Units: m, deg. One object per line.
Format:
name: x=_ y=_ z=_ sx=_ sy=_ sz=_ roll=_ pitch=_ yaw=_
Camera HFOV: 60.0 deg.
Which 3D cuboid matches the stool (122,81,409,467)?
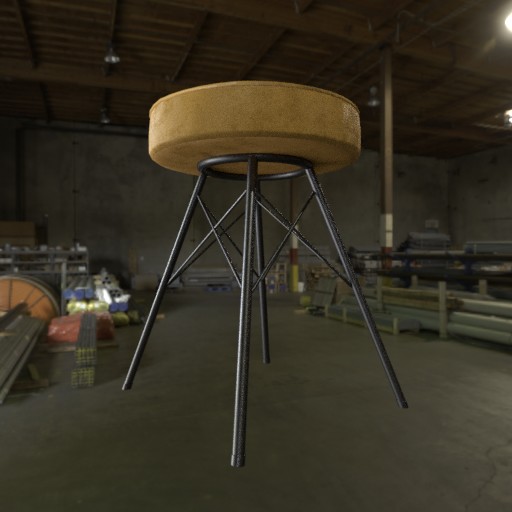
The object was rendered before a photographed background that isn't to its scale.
stool: x=0.000 y=0.000 z=0.928 sx=0.438 sy=0.595 sz=0.472 roll=0 pitch=1 yaw=-35
